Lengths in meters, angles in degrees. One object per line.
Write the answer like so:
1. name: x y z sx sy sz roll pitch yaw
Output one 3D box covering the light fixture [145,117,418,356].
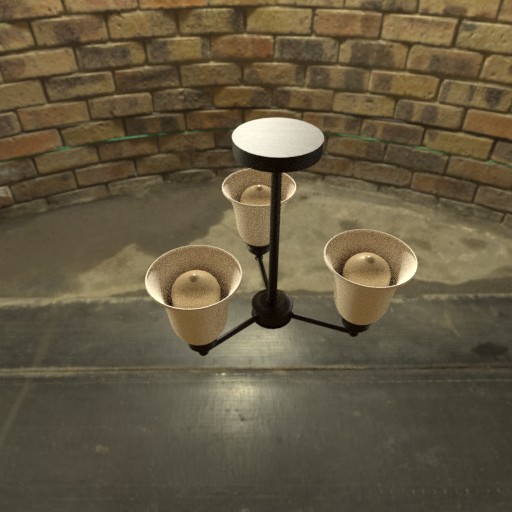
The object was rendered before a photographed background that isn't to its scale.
1. light fixture: 0.000 0.000 0.680 0.354 0.370 0.388 -27 47 -29
